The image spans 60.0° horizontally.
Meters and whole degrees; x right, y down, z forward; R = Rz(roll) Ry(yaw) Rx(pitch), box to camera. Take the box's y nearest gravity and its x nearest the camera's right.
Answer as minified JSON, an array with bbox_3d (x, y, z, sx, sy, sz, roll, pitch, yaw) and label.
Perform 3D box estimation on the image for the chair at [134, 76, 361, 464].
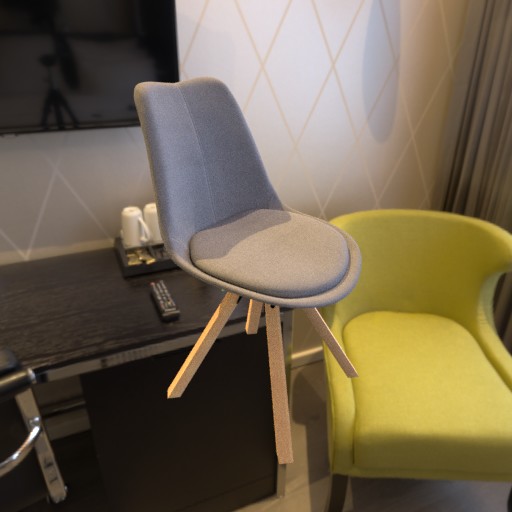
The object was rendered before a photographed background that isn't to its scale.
[{"bbox_3d":[0.000,0.000,1.194,0.549,0.863,0.474,18,31,32],"label":"chair"}]
